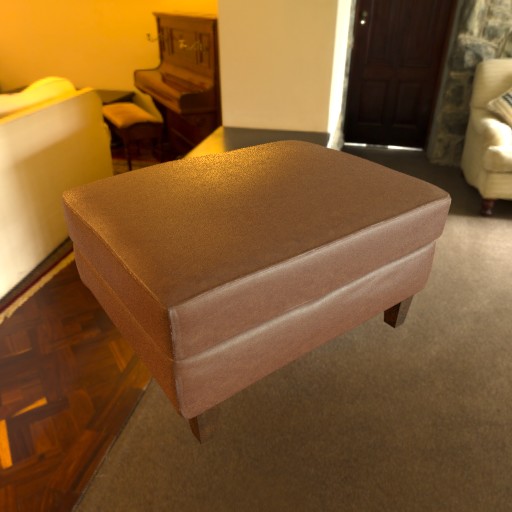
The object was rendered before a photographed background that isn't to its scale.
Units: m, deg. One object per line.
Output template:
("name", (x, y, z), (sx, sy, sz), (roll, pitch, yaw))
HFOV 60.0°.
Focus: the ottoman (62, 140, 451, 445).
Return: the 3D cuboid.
("ottoman", (0.000, 0.000, 1.256), (0.851, 0.485, 0.650), (-21, 36, -31))
